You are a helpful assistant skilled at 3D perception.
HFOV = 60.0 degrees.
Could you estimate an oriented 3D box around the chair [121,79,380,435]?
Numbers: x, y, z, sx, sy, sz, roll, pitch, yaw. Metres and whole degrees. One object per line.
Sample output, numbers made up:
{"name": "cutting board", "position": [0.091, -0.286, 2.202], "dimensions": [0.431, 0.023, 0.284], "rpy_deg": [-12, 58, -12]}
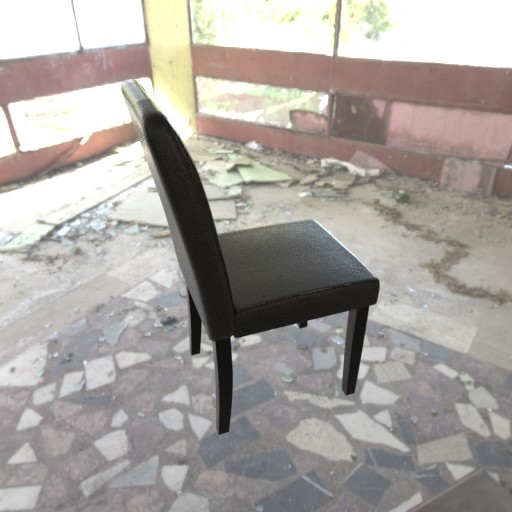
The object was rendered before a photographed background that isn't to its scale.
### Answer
{"name": "chair", "position": [0.000, 0.000, 1.212], "dimensions": [0.556, 0.897, 0.399], "rpy_deg": [-11, 33, -17]}
